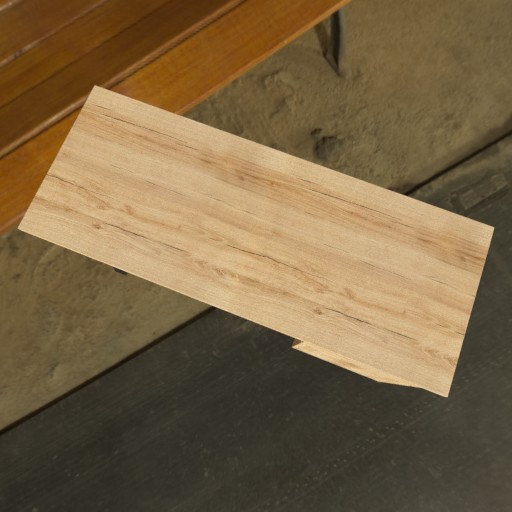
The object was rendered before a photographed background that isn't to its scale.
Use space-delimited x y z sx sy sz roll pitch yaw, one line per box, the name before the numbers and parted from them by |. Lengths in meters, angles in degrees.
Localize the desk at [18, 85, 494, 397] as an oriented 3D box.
desk | 0.000 0.000 1.767 1.400 0.760 0.550 21 77 5
